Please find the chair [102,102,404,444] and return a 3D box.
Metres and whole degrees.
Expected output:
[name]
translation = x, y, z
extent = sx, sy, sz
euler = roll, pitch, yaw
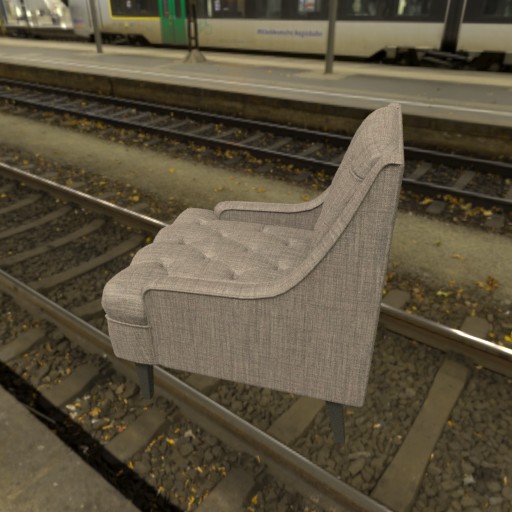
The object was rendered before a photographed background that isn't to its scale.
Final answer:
[chair]
translation = 0.000, 0.000, 1.418
extent = 0.771, 0.891, 0.655
euler = 8, 30, 13
